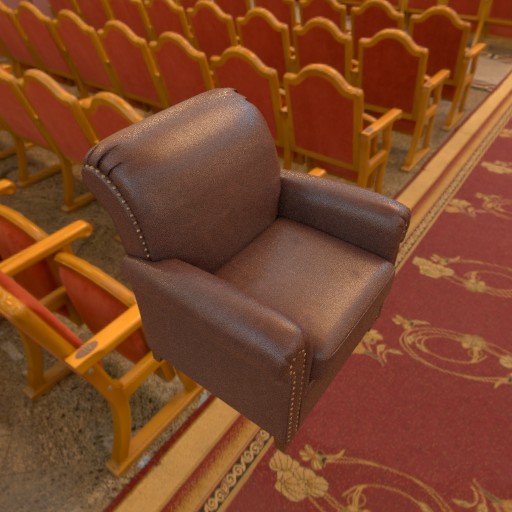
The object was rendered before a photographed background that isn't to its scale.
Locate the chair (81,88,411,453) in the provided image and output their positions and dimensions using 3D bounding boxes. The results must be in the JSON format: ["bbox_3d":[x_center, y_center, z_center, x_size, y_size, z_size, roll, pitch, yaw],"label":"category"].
[{"bbox_3d":[0.000,0.000,1.608,0.890,0.927,0.854,26,47,27],"label":"chair"}]
